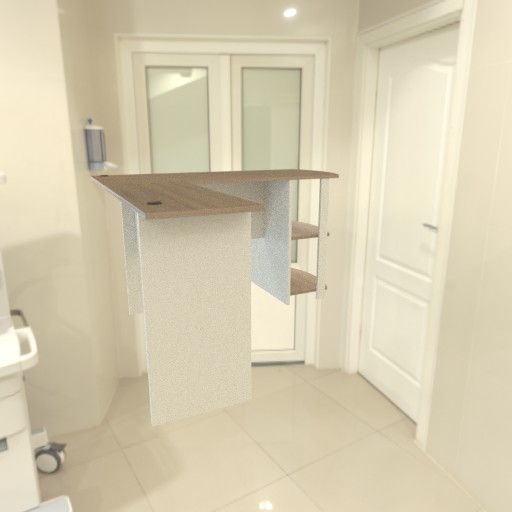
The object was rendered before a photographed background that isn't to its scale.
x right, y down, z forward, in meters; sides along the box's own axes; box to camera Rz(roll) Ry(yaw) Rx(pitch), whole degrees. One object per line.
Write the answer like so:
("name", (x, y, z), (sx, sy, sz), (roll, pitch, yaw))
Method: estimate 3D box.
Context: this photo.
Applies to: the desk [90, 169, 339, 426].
("desk", (0.000, 0.000, 2.127), (1.303, 0.716, 1.361), (-7, 16, -25))
